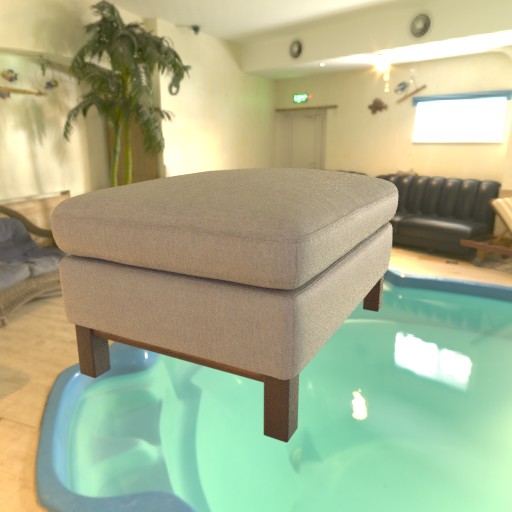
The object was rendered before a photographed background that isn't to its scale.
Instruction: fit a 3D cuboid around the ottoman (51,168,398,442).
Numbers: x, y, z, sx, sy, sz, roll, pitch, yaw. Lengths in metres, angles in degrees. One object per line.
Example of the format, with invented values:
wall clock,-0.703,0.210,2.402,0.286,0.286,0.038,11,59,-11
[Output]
ottoman,0.000,0.000,1.044,0.528,0.404,0.735,8,17,27
